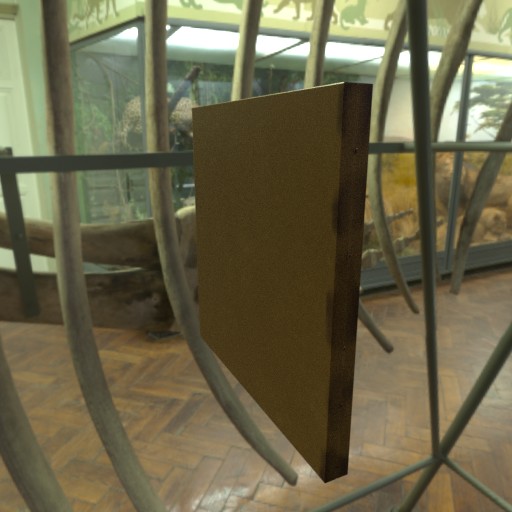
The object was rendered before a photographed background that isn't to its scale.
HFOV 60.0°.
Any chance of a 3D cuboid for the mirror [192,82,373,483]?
[{"bbox_3d":[0.000,0.000,0.760,0.042,0.507,0.509,-7,17,-25],"label":"mirror"}]
